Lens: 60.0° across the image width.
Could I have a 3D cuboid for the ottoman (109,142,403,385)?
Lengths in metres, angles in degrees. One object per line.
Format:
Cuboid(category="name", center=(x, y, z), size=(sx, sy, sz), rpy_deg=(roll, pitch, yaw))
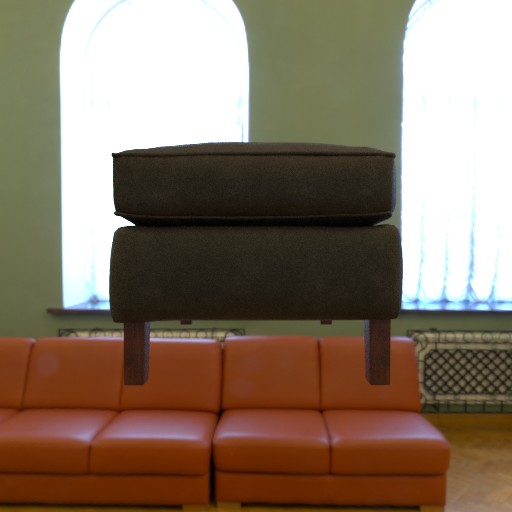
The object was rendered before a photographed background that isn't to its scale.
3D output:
Cuboid(category="ottoman", center=(0.000, 0.000, 1.014), size=(0.501, 0.413, 0.665), rpy_deg=(0, 2, 0))
